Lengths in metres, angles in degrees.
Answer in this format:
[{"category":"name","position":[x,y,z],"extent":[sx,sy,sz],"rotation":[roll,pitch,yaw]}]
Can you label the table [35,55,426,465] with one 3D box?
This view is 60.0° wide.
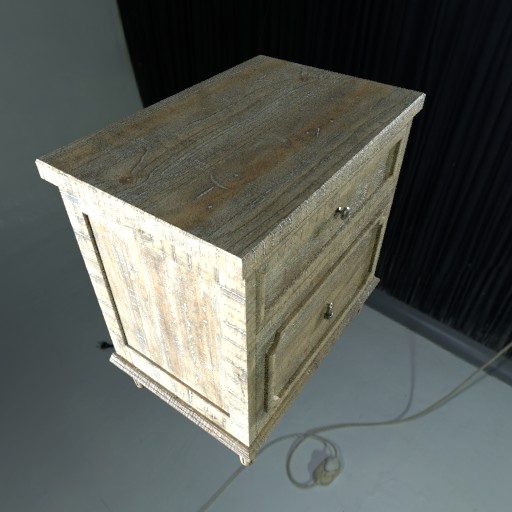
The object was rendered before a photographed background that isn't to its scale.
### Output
[{"category":"table","position":[0.000,0.000,1.111],"extent":[0.457,0.711,0.686],"rotation":[25,48,26]}]
